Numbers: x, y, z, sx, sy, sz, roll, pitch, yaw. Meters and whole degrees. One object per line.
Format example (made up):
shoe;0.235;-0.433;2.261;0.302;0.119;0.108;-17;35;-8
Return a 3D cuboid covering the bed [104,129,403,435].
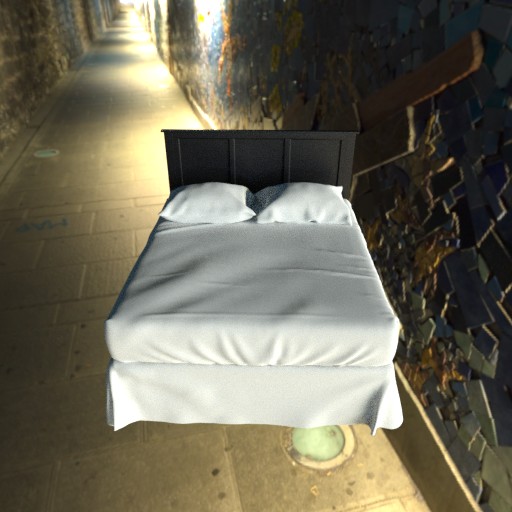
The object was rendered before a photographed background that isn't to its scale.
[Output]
bed;0.000;0.000;3.165;1.870;1.270;2.050;1;30;1
